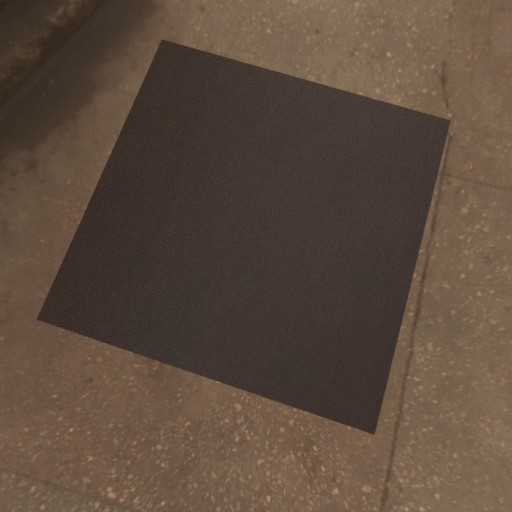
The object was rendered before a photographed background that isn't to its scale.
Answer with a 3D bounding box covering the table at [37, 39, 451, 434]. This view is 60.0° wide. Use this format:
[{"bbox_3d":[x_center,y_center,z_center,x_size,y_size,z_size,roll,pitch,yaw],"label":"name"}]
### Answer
[{"bbox_3d":[0.000,0.000,1.385,0.749,0.770,0.749,18,76,4],"label":"table"}]
